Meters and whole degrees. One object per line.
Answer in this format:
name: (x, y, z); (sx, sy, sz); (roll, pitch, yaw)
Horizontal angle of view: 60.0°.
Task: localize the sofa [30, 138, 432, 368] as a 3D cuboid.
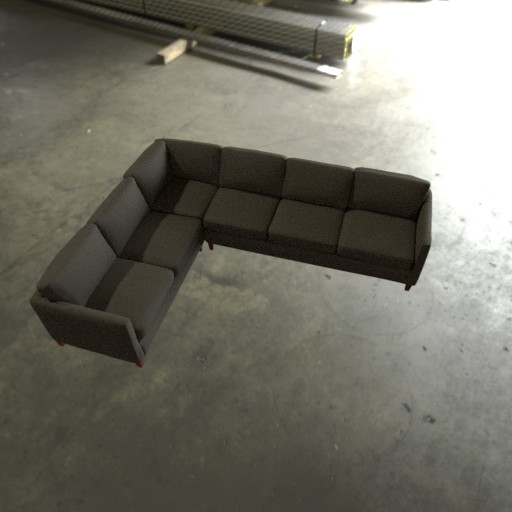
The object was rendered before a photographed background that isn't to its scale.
sofa: (0.000, 0.000, 4.435); (3.302, 0.947, 2.593); (12, 48, 11)
